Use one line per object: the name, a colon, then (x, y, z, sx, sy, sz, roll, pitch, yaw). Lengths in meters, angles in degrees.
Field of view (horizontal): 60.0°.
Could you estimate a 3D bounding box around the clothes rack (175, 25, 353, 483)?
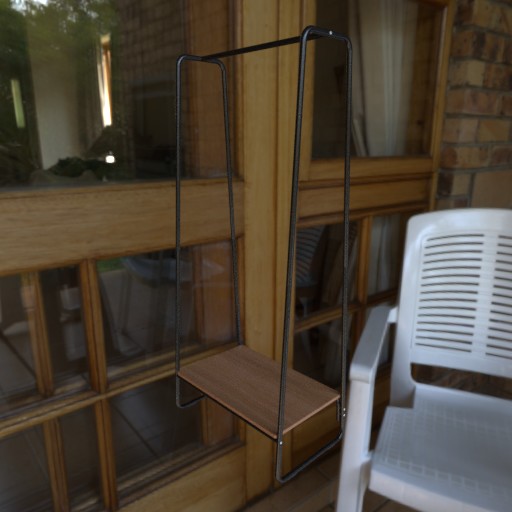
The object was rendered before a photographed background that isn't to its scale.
clothes rack: (0.000, 0.000, 1.717, 0.400, 1.500, 0.640, -14, 20, -42)
